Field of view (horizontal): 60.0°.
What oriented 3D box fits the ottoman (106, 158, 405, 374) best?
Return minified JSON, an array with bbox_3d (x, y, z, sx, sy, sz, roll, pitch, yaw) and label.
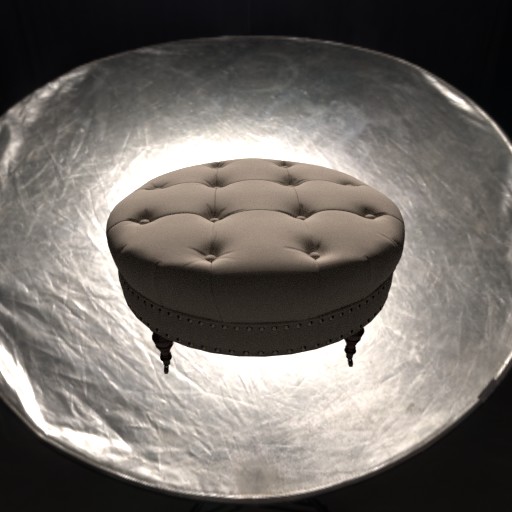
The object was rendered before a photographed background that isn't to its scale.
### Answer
[{"bbox_3d":[0.000,0.000,1.426,0.901,0.439,0.901,0,29,0],"label":"ottoman"}]
